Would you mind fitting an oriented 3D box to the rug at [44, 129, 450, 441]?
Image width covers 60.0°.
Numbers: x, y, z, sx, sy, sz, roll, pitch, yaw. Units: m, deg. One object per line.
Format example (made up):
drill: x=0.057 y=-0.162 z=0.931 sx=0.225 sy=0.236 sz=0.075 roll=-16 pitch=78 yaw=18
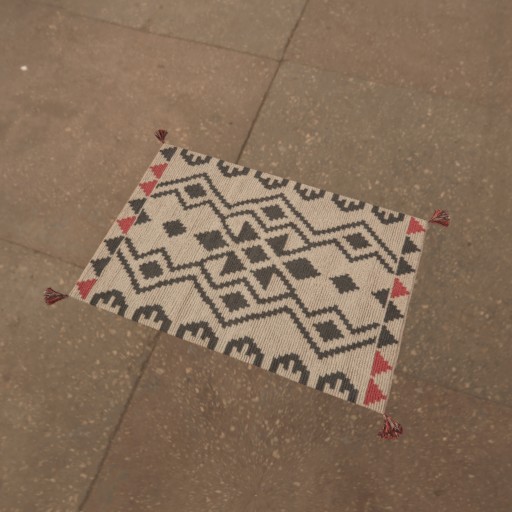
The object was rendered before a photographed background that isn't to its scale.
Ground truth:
rug: x=0.000 y=0.000 z=2.619 sx=2.069 sy=0.067 sz=1.444 roll=18 pitch=63 yaw=10
